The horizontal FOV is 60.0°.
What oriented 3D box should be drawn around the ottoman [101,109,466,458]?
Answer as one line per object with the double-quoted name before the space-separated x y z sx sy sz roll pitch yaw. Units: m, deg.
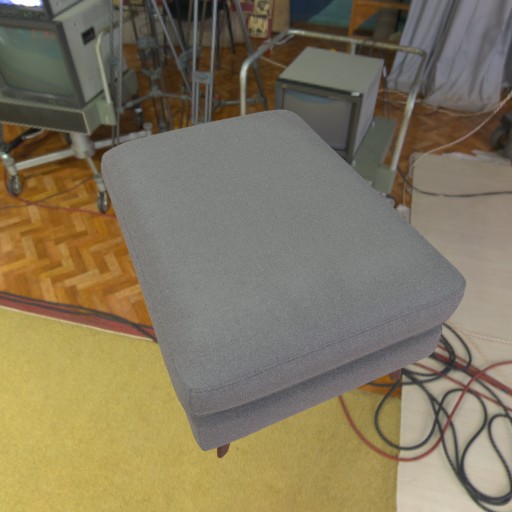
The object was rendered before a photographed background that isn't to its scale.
"ottoman" 0.000 0.000 1.147 0.608 0.449 0.811 -17 48 -16
